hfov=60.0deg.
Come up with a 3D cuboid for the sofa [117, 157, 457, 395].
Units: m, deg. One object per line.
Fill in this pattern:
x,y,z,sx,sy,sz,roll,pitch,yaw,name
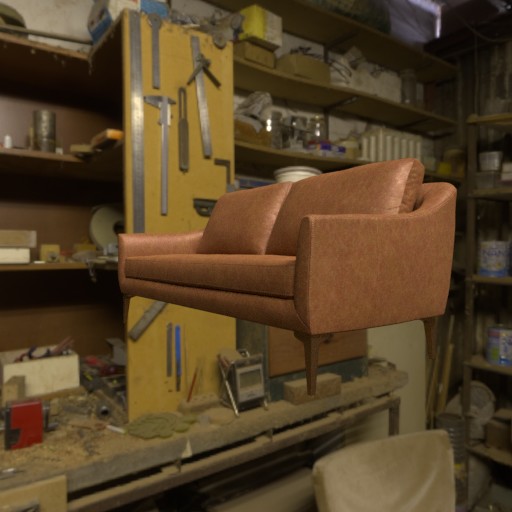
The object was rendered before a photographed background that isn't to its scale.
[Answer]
0.000,0.000,2.573,0.981,0.945,2.036,0,1,-35,sofa
